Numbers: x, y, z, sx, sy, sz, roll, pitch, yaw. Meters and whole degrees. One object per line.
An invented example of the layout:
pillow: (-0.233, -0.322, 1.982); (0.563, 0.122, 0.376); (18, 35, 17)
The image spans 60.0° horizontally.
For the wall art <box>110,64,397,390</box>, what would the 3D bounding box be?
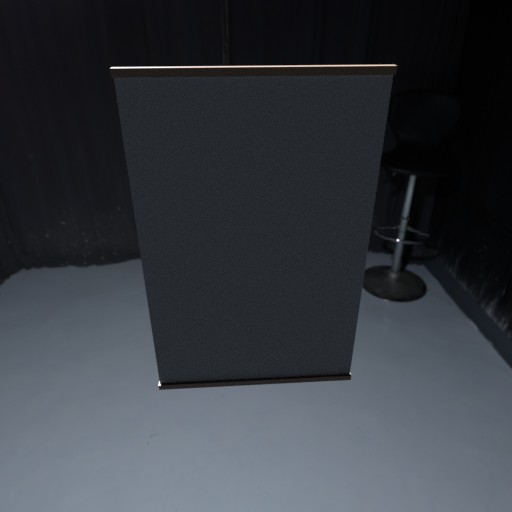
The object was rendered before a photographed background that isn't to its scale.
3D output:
wall art: (0.000, 0.000, 1.918); (0.990, 1.519, 0.030); (-2, 30, -3)
